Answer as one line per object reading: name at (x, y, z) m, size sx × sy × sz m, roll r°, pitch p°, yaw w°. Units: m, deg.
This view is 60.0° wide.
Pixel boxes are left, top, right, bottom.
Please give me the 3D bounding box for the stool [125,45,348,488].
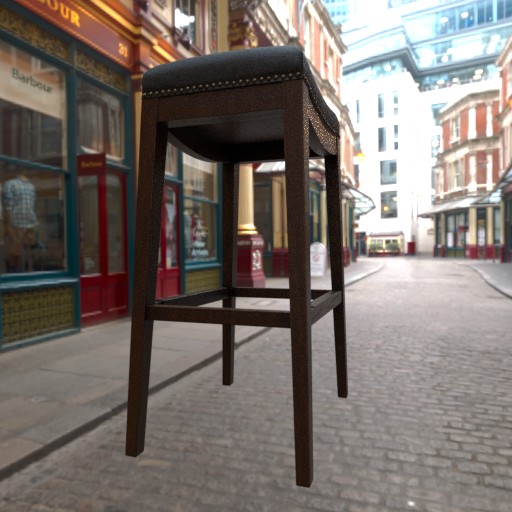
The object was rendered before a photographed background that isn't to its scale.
stool at (0.000, 0.000, 1.025) m, size 0.361 × 0.765 × 0.500 m, roll 0°, pitch 1°, yaw 19°
